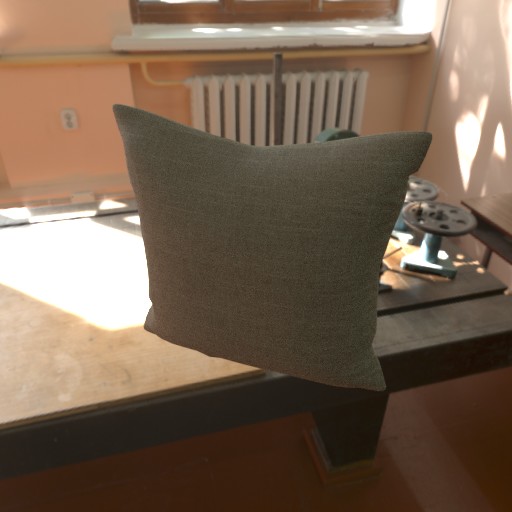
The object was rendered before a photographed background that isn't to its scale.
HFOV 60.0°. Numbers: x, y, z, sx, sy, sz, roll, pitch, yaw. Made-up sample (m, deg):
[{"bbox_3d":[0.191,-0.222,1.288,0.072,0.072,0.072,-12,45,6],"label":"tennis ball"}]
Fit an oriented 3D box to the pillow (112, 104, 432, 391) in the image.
[{"bbox_3d":[0.000,0.000,0.642,0.424,0.400,0.169,11,33,17],"label":"pillow"}]
